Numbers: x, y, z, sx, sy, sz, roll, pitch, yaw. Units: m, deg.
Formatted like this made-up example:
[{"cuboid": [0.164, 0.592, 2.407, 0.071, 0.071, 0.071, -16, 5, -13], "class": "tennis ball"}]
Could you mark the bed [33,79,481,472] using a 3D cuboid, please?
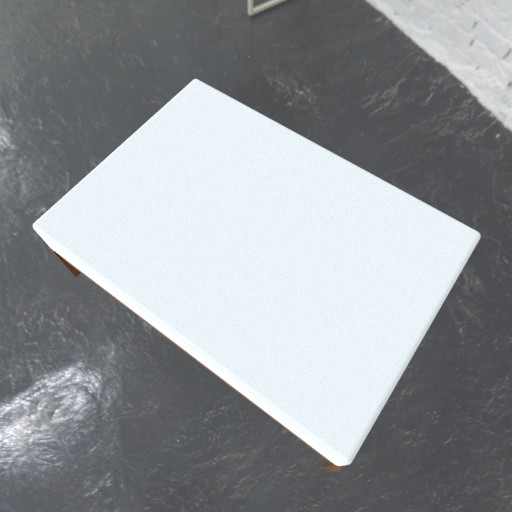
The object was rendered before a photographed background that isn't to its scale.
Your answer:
[{"cuboid": [0.000, 0.000, 2.547, 1.927, 0.616, 1.348, 33, 68, 15], "class": "bed"}]
